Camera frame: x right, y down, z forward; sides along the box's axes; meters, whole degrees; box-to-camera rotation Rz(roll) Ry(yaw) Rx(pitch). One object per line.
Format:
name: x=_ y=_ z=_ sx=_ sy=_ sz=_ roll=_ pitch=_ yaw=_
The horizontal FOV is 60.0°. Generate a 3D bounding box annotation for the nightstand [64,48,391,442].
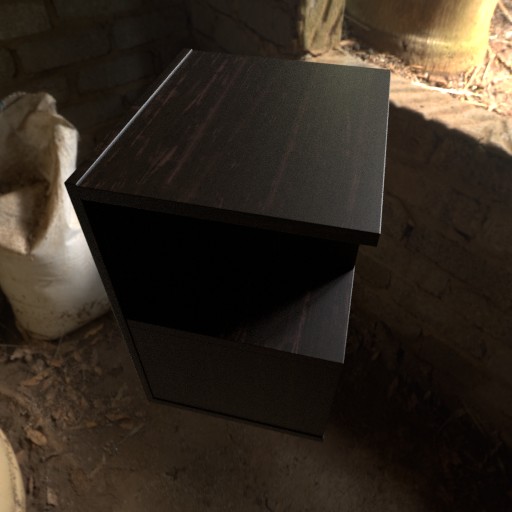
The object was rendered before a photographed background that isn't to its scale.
nightstand: x=0.000 y=0.000 z=0.813 sx=0.356 sy=0.559 sz=0.400 roll=10 pitch=47 yaw=9
